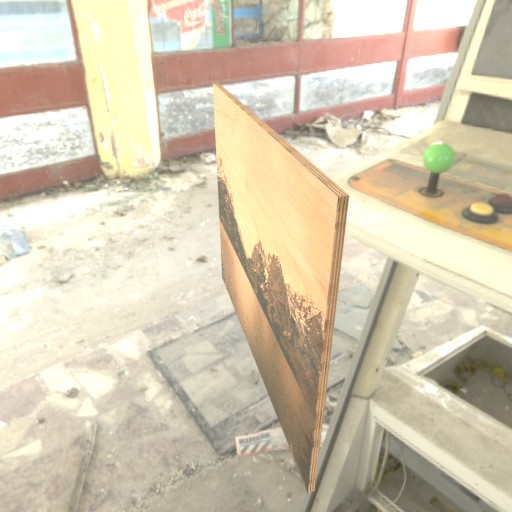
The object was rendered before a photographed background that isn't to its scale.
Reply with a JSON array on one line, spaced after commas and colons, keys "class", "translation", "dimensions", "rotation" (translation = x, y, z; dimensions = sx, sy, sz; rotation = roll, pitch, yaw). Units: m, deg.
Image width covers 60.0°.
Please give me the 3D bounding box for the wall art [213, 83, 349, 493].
[{"class": "wall art", "translation": [0.000, 0.000, 0.668], "dimensions": [0.010, 0.408, 0.508], "rotation": [-8, 32, -14]}]
